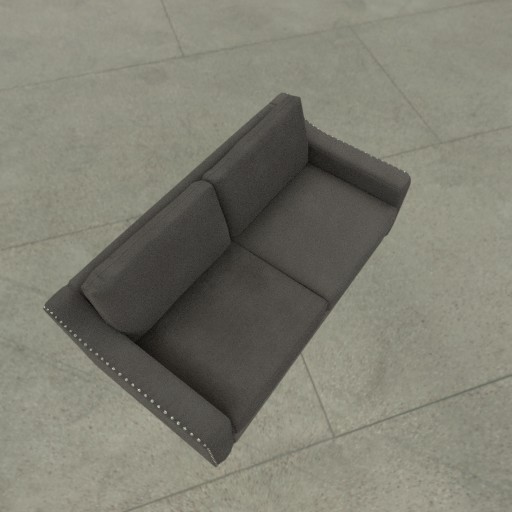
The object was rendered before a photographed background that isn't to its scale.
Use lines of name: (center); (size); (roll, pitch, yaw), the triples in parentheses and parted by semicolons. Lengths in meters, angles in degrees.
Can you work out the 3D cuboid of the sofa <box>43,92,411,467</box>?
sofa: (0.000, 0.000, 3.337); (1.336, 1.196, 2.550); (32, 62, 19)
